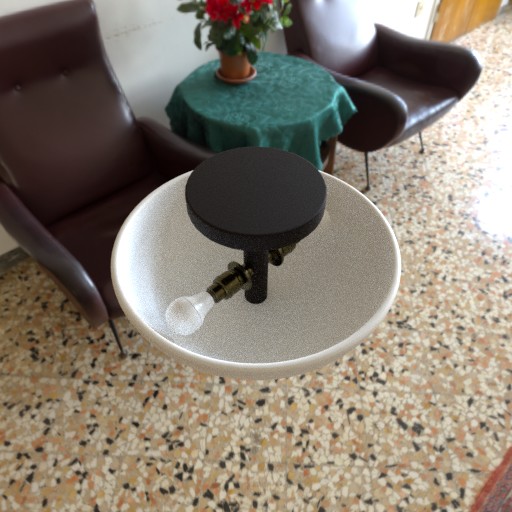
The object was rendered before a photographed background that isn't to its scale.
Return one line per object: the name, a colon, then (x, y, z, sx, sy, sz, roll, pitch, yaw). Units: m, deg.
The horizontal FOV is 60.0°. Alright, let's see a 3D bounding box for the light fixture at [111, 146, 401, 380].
light fixture: (0.000, 0.000, 0.533, 0.331, 0.212, 0.331, 0, 47, 0)
